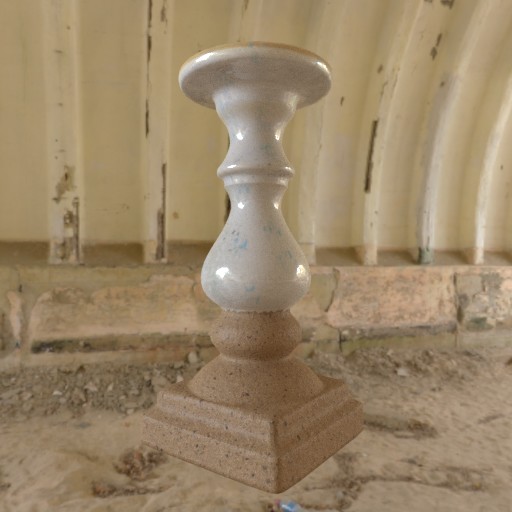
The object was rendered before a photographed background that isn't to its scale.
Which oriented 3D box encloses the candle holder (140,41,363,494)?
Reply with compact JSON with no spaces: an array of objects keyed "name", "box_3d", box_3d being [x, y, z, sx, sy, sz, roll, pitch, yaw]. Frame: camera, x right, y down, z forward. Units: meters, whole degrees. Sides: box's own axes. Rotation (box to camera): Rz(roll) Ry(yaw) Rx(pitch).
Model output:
[{"name":"candle holder","box_3d":[0.000,0.000,0.295,0.110,0.239,0.110,0,0,37]}]
